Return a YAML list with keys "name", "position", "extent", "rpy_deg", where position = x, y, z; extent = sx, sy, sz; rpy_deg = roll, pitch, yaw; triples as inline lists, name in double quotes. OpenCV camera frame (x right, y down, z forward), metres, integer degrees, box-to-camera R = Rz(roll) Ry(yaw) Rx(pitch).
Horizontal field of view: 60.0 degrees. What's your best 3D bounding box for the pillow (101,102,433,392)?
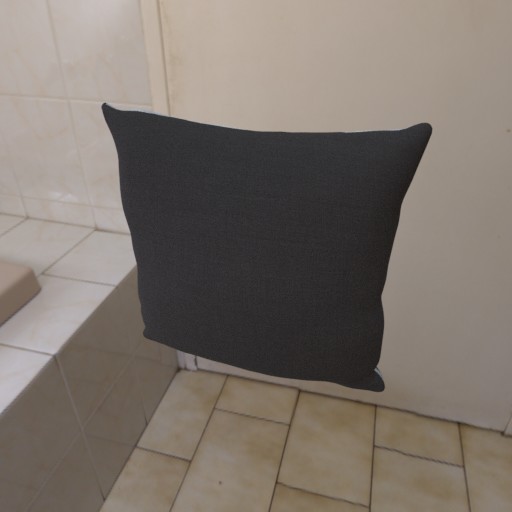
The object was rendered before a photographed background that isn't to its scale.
- name: "pillow"
  position: [0.000, 0.000, 0.762]
  extent: [0.503, 0.496, 0.208]
  rpy_deg: [9, 33, 15]
